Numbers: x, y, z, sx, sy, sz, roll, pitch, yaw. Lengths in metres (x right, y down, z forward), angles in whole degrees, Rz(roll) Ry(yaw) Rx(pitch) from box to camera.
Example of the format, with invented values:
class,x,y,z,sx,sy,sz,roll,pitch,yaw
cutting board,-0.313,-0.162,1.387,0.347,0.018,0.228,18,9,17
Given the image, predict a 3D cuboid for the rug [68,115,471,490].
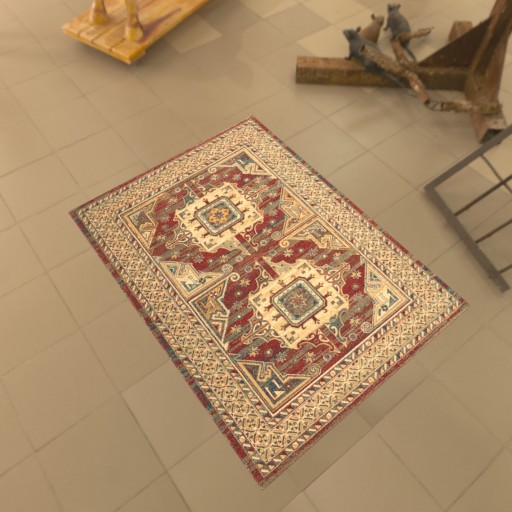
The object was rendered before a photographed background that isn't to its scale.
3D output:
class,x,y,z,sx,sy,sz,roll,pitch,yaw
rug,0.000,0.000,4.247,2.381,0.013,3.197,-33,64,-19
